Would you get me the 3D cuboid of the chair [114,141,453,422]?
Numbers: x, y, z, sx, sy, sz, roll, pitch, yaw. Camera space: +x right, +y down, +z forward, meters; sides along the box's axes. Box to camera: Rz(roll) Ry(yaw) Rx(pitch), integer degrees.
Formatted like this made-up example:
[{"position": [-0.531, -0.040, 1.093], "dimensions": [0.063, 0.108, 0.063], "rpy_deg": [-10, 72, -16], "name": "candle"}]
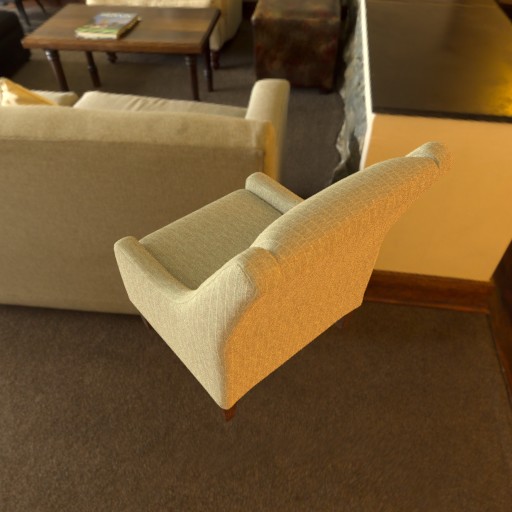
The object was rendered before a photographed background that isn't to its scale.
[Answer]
[{"position": [0.000, 0.000, 1.643], "dimensions": [0.774, 1.014, 0.870], "rpy_deg": [-31, 53, -27], "name": "chair"}]
